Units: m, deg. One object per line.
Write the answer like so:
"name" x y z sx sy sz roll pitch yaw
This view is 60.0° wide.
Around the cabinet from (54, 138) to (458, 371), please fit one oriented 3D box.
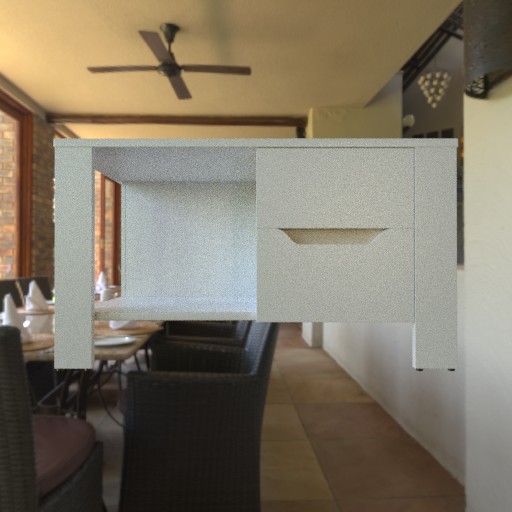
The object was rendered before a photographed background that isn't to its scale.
"cabinet" 0.000 0.000 1.274 0.800 0.460 0.800 0 0 0
